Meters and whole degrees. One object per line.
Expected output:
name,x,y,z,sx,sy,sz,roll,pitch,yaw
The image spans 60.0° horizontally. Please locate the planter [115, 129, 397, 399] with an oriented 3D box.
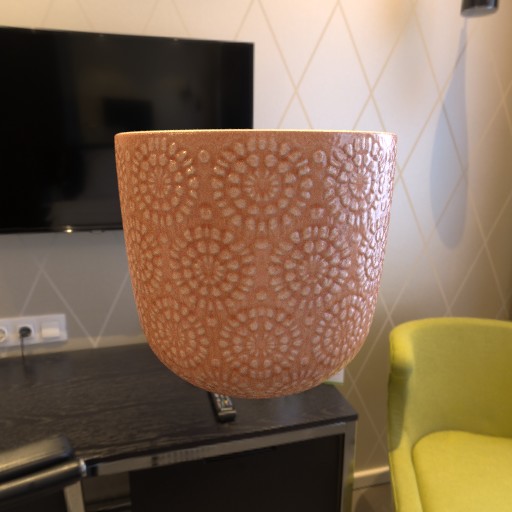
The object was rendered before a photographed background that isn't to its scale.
planter,0.000,0.000,0.362,0.208,0.190,0.208,0,13,0
